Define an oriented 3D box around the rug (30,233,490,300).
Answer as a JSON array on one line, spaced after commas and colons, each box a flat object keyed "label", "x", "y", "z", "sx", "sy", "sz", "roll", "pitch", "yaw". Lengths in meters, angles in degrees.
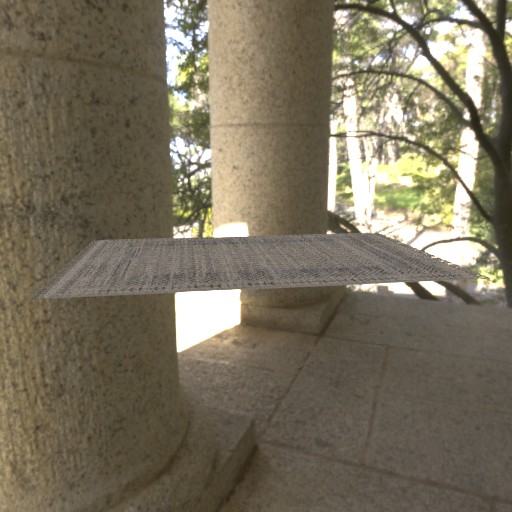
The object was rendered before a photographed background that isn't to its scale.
[{"label": "rug", "x": 0.000, "y": 0.000, "z": 3.070, "sx": 2.486, "sy": 0.013, "sz": 1.548, "roll": -2, "pitch": 13, "yaw": -8}]
